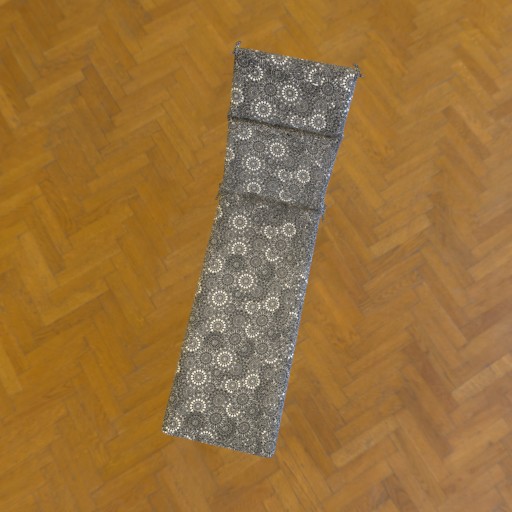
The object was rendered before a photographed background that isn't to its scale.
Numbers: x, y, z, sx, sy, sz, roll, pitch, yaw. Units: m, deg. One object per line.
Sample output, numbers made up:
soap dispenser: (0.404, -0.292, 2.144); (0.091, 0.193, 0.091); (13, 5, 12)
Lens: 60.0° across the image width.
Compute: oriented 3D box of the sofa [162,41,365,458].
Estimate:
sofa: (0.000, 0.000, 1.928); (0.582, 0.622, 1.663); (12, 76, 3)
